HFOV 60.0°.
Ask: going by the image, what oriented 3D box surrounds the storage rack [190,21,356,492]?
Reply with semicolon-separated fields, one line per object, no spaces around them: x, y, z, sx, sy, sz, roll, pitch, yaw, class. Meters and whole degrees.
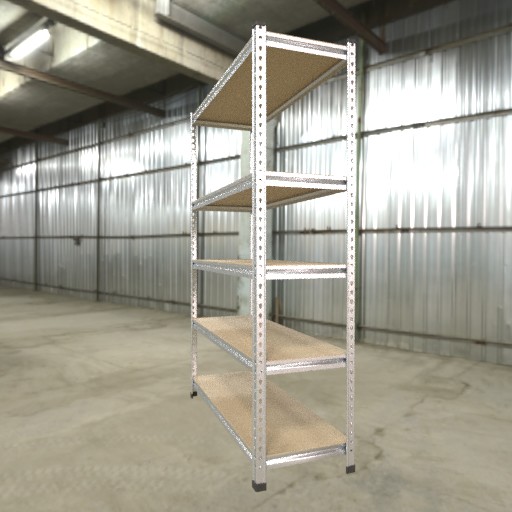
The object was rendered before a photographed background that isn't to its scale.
0.000;0.000;2.366;0.457;1.829;1.219;0;1;-20;storage rack
